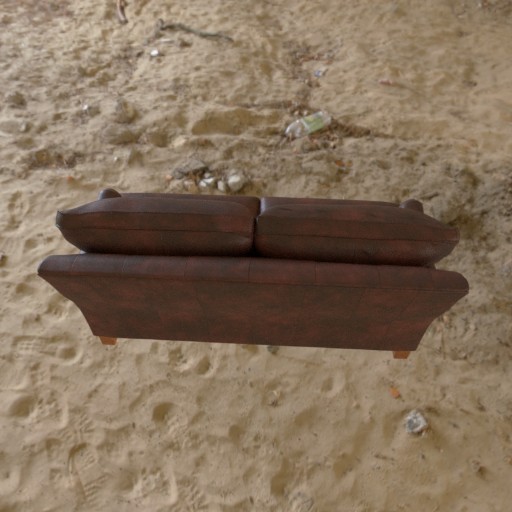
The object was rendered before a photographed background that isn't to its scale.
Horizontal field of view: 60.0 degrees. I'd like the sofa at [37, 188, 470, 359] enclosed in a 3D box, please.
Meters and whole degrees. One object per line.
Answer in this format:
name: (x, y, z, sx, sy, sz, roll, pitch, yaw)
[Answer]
sofa: (0.000, 0.000, 2.764, 2.144, 1.071, 1.147, 2, 48, 2)
